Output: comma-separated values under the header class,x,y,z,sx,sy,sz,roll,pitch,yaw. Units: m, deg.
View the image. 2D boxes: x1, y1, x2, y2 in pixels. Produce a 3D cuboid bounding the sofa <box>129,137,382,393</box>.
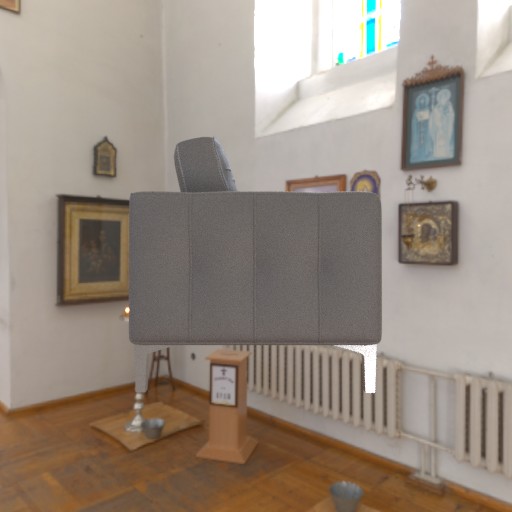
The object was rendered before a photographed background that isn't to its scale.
class,x,y,z,sx,sy,sz,roll,pitch,yaw
sofa,0.000,0.000,2.252,0.833,0.892,1.726,0,0,0
